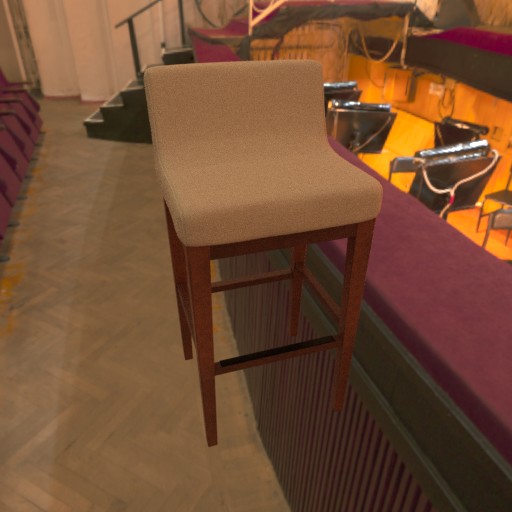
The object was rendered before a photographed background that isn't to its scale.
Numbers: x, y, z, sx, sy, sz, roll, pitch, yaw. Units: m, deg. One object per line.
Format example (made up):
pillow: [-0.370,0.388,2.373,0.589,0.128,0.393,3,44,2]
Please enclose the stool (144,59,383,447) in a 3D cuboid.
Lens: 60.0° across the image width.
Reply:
stool: [0.000,0.000,1.339,0.511,1.037,0.500,-9,32,-15]
